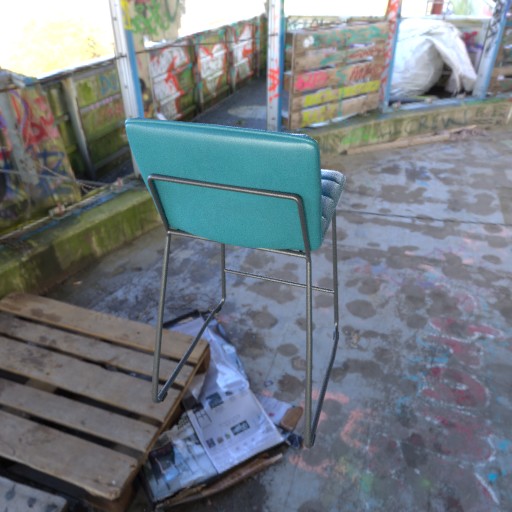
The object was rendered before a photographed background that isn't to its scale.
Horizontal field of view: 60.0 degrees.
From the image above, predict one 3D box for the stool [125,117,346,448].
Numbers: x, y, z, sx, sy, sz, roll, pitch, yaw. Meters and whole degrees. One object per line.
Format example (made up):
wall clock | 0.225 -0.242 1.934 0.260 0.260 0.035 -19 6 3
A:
stool | 0.000 0.000 1.232 0.489 0.866 0.524 10 35 15
